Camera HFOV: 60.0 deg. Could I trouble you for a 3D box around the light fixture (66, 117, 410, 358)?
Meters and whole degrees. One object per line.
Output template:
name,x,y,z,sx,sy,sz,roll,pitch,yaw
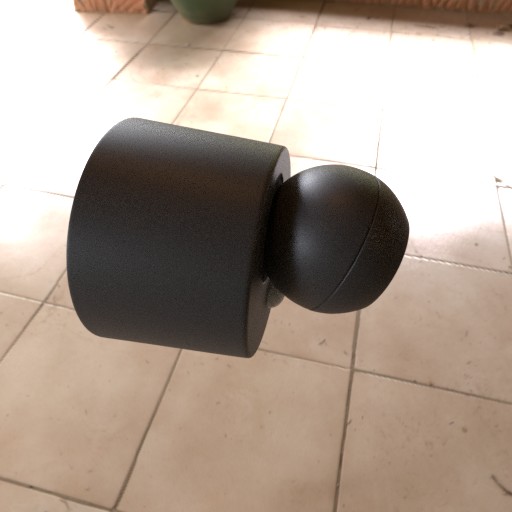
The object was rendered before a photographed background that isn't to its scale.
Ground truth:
light fixture,0.000,0.000,0.266,0.160,0.143,0.134,10,48,9
